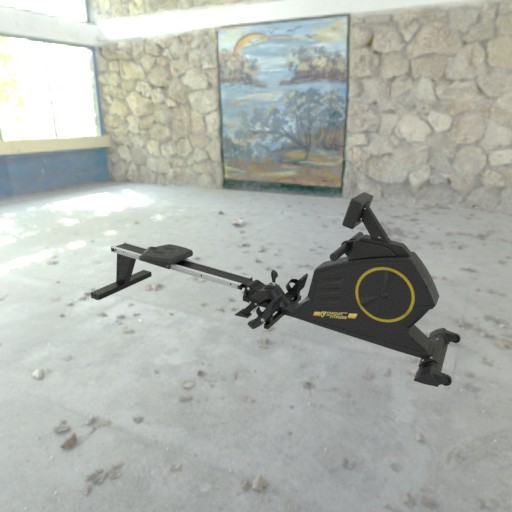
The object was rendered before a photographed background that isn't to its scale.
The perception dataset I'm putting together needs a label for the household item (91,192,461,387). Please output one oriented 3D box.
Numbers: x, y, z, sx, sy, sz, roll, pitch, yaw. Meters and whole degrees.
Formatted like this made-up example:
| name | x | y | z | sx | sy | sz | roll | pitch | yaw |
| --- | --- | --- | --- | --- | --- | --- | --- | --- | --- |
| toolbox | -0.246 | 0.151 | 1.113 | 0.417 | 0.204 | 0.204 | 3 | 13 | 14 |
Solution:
| name | x | y | z | sx | sy | sz | roll | pitch | yaw |
| --- | --- | --- | --- | --- | --- | --- | --- | --- | --- |
| household item | 0.000 | 0.000 | 2.590 | 2.251 | 0.810 | 0.521 | 9 | 20 | 27 |
